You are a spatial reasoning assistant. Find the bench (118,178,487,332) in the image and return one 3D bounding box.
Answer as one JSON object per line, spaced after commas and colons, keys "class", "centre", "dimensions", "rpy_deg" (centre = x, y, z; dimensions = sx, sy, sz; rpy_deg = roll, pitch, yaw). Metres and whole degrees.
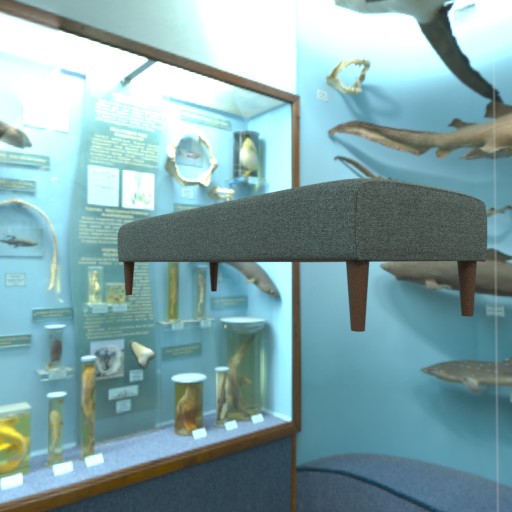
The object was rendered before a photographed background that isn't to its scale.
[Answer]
{"class": "bench", "centre": [0.000, 0.000, 1.818], "dimensions": [0.631, 0.384, 1.598], "rpy_deg": [1, -1, -37]}
